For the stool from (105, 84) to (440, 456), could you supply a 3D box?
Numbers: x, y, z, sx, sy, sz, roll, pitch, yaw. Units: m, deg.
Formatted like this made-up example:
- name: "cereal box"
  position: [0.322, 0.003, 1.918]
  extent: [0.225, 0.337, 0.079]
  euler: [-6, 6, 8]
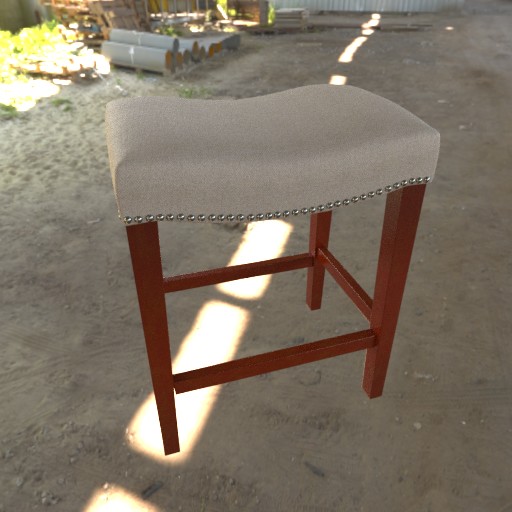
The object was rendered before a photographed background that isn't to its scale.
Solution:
- name: "stool"
  position: [0.000, 0.000, 0.928]
  extent: [0.509, 0.632, 0.375]
  euler: [-10, 33, -15]
